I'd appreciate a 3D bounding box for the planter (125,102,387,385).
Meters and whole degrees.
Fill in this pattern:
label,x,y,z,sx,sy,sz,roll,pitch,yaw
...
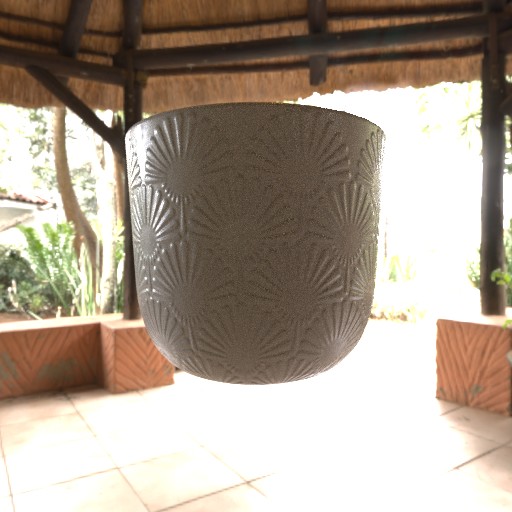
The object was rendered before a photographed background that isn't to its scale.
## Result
label,x,y,z,sx,sy,sz,roll,pitch,yaw
planter,0.000,0.000,0.300,0.170,0.152,0.170,0,0,0
